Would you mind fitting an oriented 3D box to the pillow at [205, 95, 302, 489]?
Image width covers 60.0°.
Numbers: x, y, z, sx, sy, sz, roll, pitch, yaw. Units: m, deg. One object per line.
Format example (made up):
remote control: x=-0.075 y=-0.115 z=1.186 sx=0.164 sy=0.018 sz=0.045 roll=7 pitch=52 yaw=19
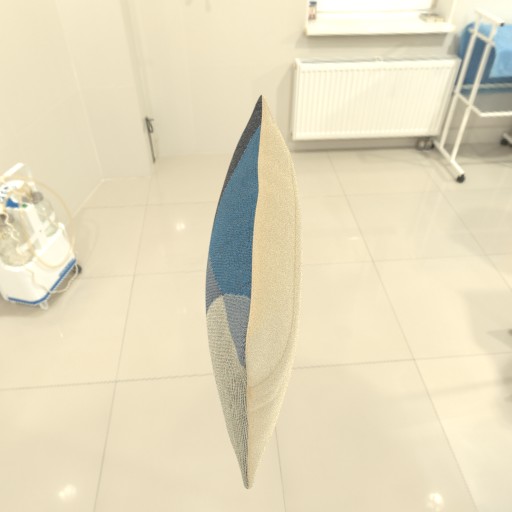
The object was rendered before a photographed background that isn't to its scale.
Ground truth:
pillow: x=0.000 y=0.000 z=0.716 sx=0.148 sy=0.307 sz=0.604 roll=1 pitch=42 yaw=2
